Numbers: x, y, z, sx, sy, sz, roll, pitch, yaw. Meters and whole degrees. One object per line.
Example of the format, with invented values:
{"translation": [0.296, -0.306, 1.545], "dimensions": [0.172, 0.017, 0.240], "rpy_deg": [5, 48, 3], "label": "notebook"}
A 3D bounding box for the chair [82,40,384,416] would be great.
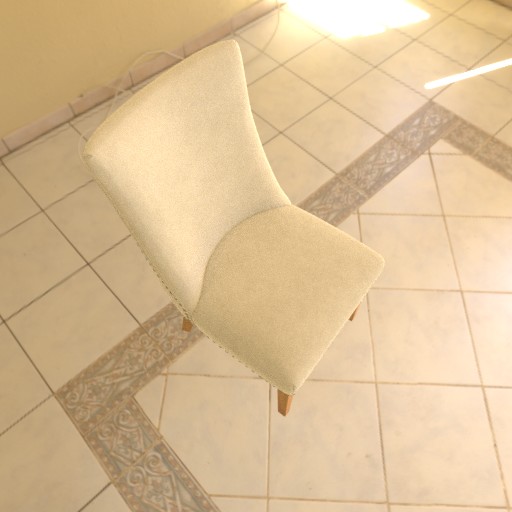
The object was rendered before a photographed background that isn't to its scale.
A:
{"translation": [0.000, 0.000, 1.261], "dimensions": [0.610, 0.902, 0.495], "rpy_deg": [33, 65, 18], "label": "chair"}
